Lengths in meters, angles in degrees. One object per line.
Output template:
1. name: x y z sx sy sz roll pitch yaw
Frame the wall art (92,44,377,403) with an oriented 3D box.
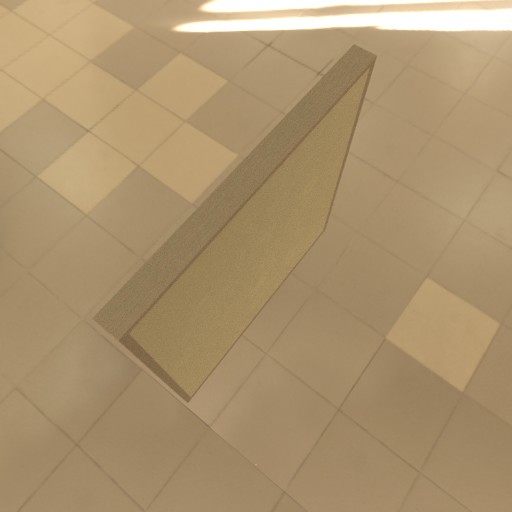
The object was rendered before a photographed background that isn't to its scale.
1. wall art: 0.000 0.000 0.768 0.038 0.506 0.508 35 69 15
